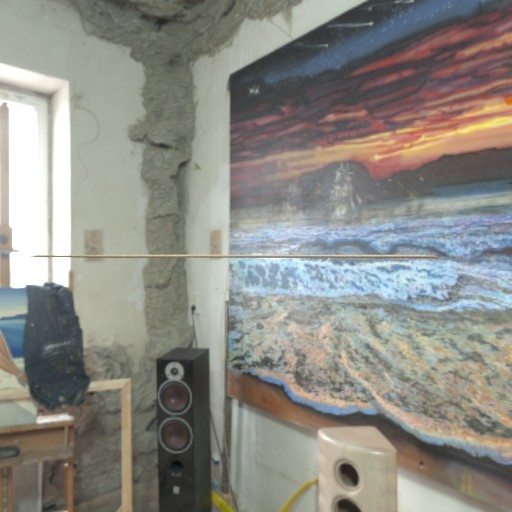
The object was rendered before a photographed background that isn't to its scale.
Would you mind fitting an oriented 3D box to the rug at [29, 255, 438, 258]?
[{"bbox_3d":[0.000,0.000,4.003,2.895,0.018,2.288,0,0,18],"label":"rug"}]
